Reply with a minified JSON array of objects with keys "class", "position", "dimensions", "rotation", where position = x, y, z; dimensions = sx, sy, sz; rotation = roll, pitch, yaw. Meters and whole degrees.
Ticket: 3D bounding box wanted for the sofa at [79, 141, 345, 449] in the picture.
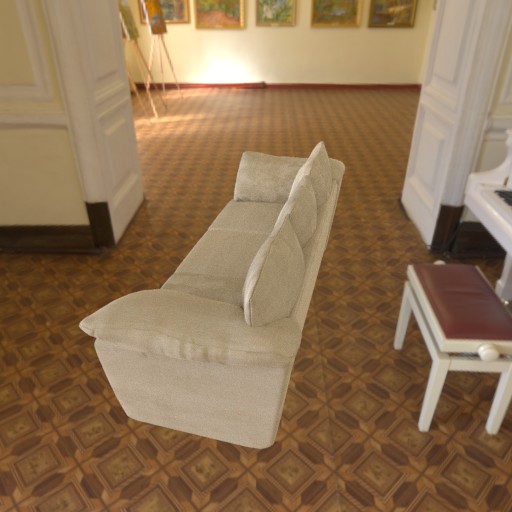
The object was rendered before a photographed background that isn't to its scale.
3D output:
[{"class":"sofa","position":[0.000,0.000,2.800],"dimensions":[0.893,0.981,2.377],"rotation":[8,31,13]}]
